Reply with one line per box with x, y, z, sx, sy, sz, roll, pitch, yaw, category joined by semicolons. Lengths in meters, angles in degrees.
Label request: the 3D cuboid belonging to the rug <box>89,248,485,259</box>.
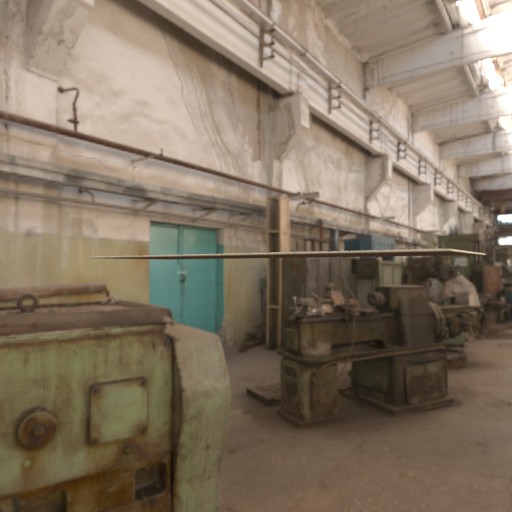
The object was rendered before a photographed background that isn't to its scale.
0.000;0.000;2.471;2.196;0.011;0.662;-1;-2;36;rug
